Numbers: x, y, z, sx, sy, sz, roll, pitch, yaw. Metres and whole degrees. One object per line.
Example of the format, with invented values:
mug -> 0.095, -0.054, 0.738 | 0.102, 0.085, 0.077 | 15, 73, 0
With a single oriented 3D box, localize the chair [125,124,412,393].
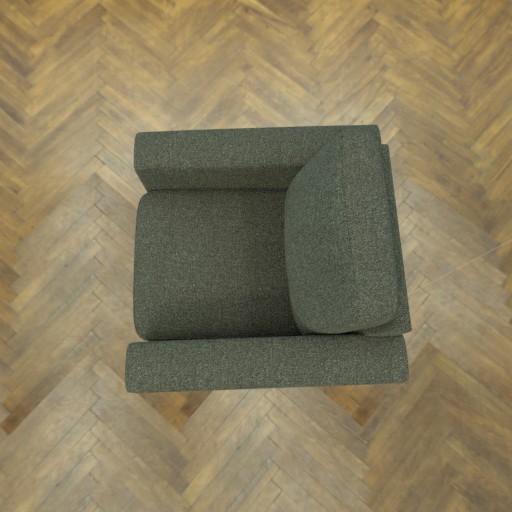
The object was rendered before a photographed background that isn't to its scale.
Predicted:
chair -> 0.000, 0.000, 1.759 | 1.016, 0.873, 1.005 | -2, 75, -1
